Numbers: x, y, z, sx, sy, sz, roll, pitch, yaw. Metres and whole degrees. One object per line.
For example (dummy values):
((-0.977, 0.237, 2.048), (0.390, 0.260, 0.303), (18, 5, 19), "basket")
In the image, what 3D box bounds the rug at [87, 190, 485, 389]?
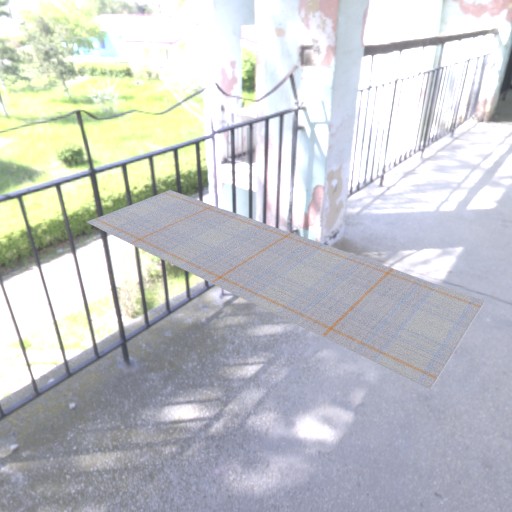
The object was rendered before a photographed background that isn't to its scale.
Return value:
((0.000, 0.000, 2.707), (2.442, 0.016, 0.770), (22, 37, 33), "rug")
